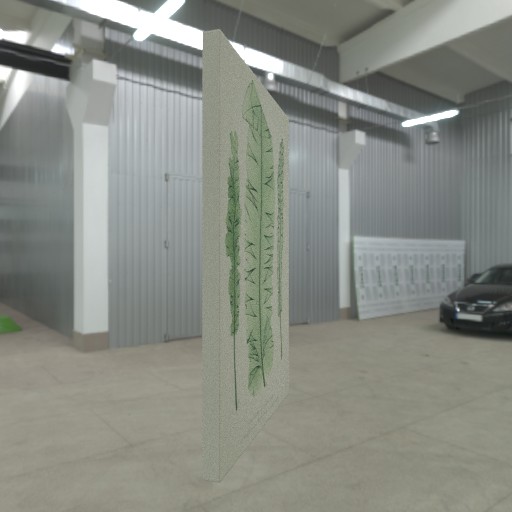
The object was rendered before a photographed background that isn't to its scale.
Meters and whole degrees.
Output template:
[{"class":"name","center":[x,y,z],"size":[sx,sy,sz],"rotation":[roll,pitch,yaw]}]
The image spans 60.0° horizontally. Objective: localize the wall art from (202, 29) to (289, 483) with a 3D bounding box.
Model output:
[{"class":"wall art","center":[0.000,0.000,1.190],"size":[0.038,0.914,0.610],"rotation":[0,0,17]}]
